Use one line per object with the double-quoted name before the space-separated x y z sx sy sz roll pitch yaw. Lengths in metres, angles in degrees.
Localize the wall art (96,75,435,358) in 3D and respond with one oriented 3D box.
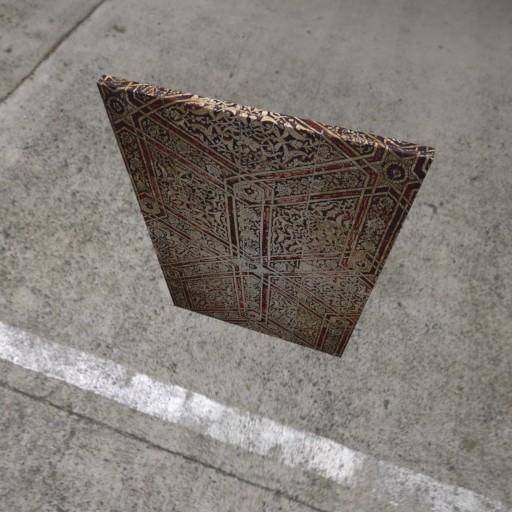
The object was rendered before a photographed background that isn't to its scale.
"wall art" 0.000 0.000 1.137 0.599 0.904 0.030 16 59 10
